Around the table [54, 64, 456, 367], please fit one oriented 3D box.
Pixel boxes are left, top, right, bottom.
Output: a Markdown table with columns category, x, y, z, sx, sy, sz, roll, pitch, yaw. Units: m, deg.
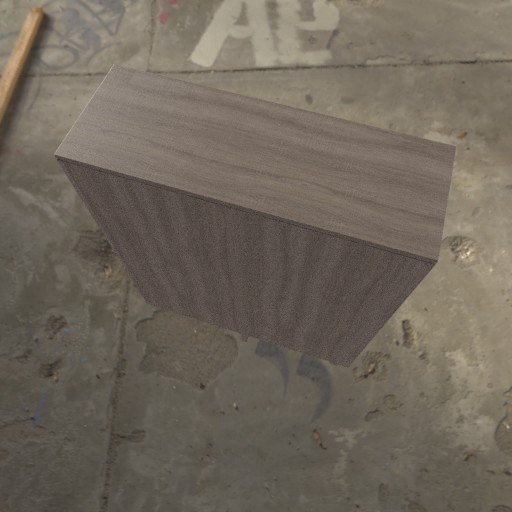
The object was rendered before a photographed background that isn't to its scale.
| category | x | y | z | sx | sy | sz | roll | pitch | yaw |
| --- | --- | --- | --- | --- | --- | --- | --- | --- | --- |
| table | 0.000 | 0.000 | 1.918 | 1.111 | 1.388 | 0.398 | 16 | 65 | 8 |
